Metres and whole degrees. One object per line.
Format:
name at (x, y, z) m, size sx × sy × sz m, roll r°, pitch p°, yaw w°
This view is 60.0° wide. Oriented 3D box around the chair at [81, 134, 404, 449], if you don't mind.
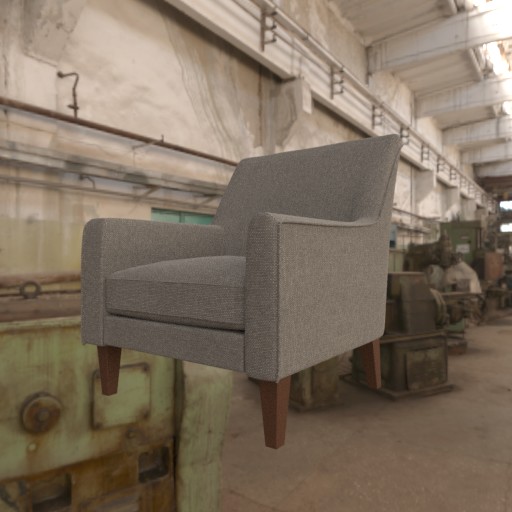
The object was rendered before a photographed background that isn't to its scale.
chair at (0.000, 0.000, 1.580) m, size 0.780 × 0.919 × 0.899 m, roll 0°, pitch 0°, yaw 37°
